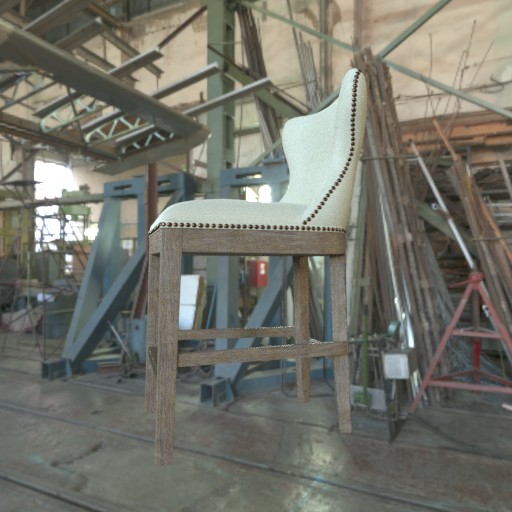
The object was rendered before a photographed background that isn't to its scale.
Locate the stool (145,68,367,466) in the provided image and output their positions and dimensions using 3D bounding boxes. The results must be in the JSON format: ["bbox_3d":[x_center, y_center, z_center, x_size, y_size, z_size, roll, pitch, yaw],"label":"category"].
[{"bbox_3d":[0.000,0.000,1.305,0.608,0.981,0.498,0,-1,-18],"label":"stool"}]
